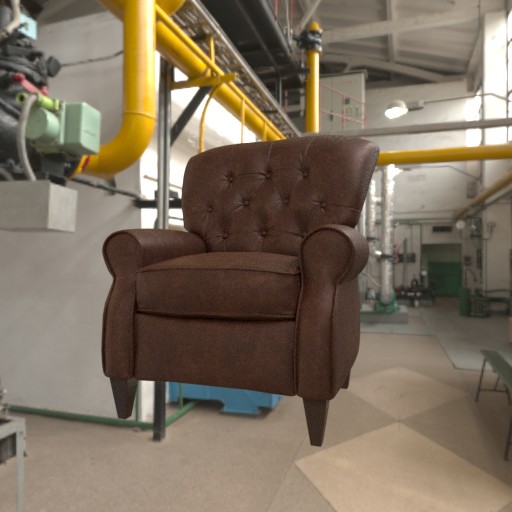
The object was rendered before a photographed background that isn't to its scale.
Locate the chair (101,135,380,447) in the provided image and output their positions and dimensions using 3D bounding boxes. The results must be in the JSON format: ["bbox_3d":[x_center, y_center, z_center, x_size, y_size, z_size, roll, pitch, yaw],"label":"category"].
[{"bbox_3d":[0.000,0.000,1.894,0.979,1.162,1.031,0,0,19],"label":"chair"}]
